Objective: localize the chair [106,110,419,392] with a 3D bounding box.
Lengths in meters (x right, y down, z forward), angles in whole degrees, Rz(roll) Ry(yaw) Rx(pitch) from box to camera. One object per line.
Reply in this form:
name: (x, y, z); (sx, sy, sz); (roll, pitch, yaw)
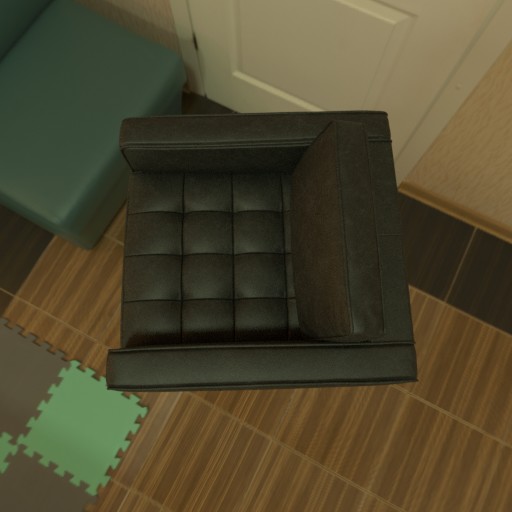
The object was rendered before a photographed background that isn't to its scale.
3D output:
chair: (0.000, 0.000, 1.549); (0.914, 0.763, 0.889); (-2, 75, 0)
